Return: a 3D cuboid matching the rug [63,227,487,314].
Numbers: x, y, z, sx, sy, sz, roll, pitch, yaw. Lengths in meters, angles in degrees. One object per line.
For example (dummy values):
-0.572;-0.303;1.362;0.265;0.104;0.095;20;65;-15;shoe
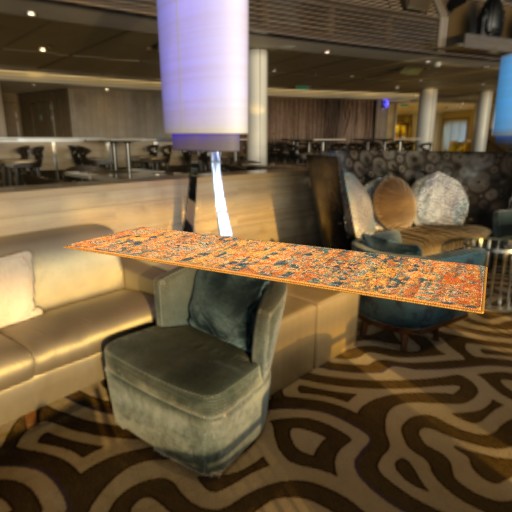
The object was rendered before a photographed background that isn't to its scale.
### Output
0.000;0.000;1.962;1.820;0.013;0.556;8;16;27;rug
